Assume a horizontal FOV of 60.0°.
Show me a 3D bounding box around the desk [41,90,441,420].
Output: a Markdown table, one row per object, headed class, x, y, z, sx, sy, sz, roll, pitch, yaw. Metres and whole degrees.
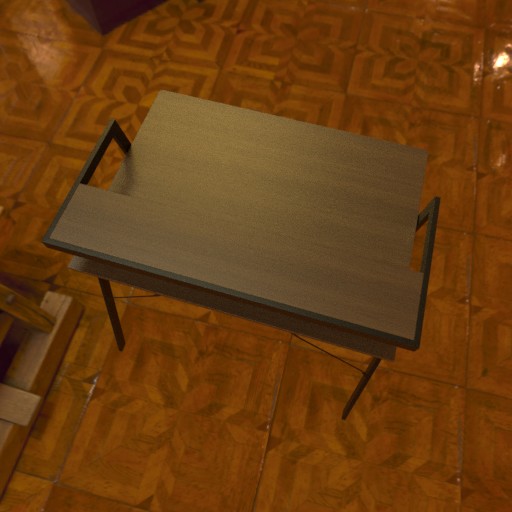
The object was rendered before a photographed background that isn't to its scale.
| class | x | y | z | sx | sy | sz | roll | pitch | yaw |
| --- | --- | --- | --- | --- | --- | --- | --- | --- | --- |
| desk | 0.000 | 0.000 | 1.873 | 1.143 | 0.998 | 0.936 | 15 | 66 | 7 |
